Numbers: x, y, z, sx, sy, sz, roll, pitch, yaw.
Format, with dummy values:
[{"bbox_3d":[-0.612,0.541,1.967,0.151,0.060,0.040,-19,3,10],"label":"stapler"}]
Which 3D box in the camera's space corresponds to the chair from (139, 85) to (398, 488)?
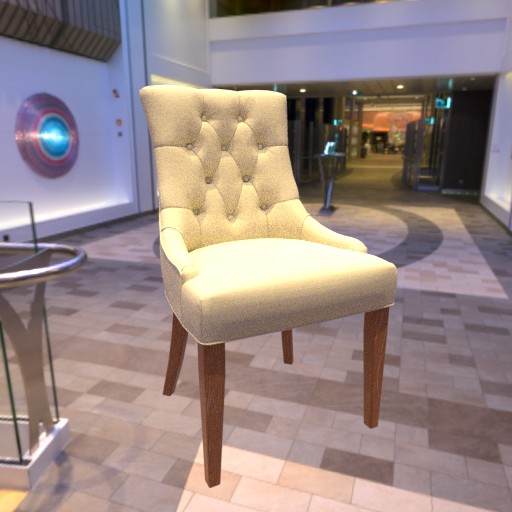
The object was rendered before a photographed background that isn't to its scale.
[{"bbox_3d":[0.000,0.000,1.163,0.509,0.874,0.565,-7,16,-26],"label":"chair"}]
